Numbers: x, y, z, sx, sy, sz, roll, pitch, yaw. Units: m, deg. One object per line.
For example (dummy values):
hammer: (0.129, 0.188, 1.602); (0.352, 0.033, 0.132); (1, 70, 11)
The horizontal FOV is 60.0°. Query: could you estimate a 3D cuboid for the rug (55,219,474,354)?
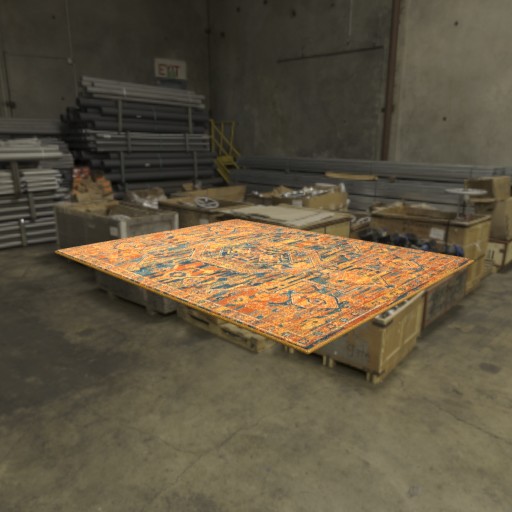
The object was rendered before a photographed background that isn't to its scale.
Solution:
rug: (0.000, 0.000, 4.096); (3.040, 0.031, 2.435); (14, 20, 42)
